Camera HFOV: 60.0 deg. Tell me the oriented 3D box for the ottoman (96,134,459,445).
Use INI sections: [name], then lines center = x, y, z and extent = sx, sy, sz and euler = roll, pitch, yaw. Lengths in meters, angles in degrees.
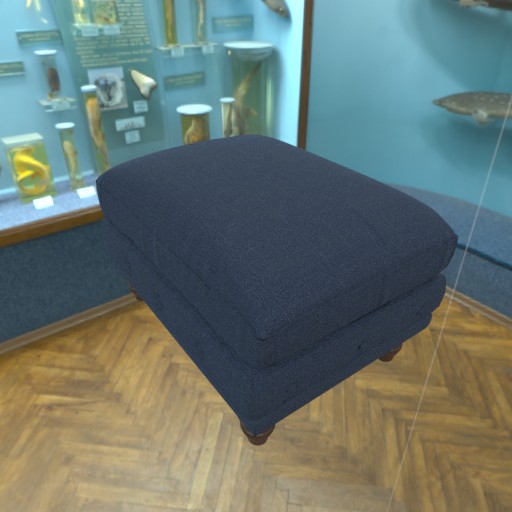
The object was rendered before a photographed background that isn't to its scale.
[ottoman]
center = 0.000, 0.000, 1.150
extent = 0.558, 0.486, 0.767
euler = -21, 38, -29
